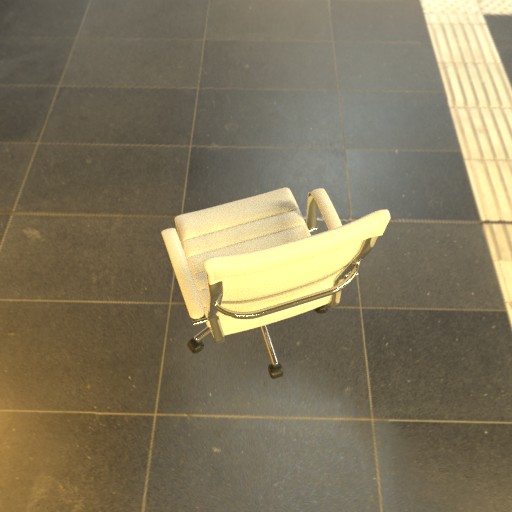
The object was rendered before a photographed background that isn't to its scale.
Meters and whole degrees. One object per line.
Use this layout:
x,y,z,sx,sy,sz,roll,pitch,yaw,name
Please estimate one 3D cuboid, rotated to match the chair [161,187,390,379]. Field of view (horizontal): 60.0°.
0.000,0.000,1.592,0.679,1.149,0.679,-16,61,-9,chair
